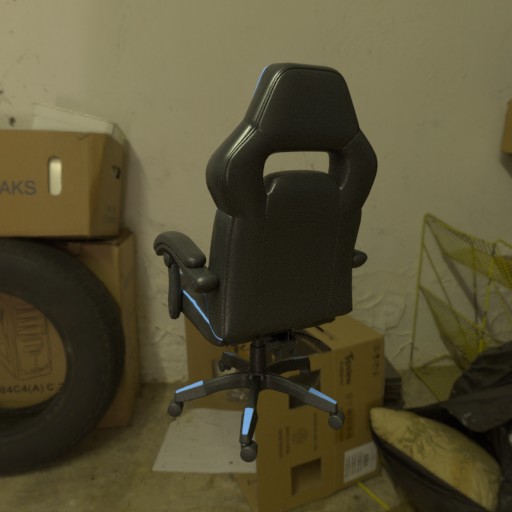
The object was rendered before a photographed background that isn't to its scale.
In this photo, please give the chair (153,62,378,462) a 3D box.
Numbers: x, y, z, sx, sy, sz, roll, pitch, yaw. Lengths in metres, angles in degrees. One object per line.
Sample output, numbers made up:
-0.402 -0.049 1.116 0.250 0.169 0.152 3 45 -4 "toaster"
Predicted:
0.000 0.000 1.690 0.700 1.280 0.700 -8 16 -28 "chair"
